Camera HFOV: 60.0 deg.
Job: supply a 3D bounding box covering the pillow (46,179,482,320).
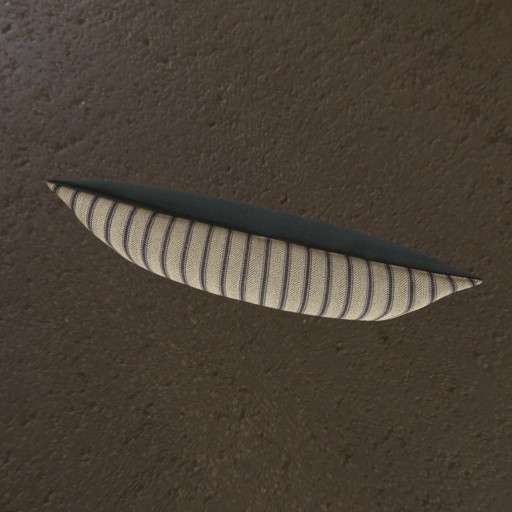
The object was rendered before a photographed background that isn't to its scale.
[{"bbox_3d":[0.000,0.000,0.740,0.609,0.305,0.151,13,75,4],"label":"pillow"}]
